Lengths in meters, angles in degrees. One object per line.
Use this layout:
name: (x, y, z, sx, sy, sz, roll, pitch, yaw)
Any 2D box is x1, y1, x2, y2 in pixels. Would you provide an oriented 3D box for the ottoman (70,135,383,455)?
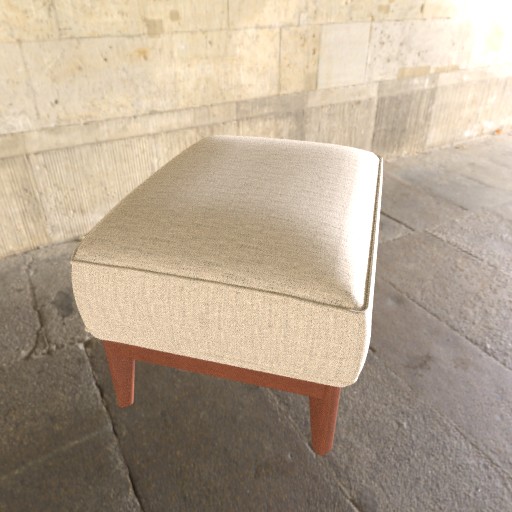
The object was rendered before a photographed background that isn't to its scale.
ottoman: (0.000, 0.000, 1.158, 0.594, 0.465, 0.794, 8, 33, 13)
